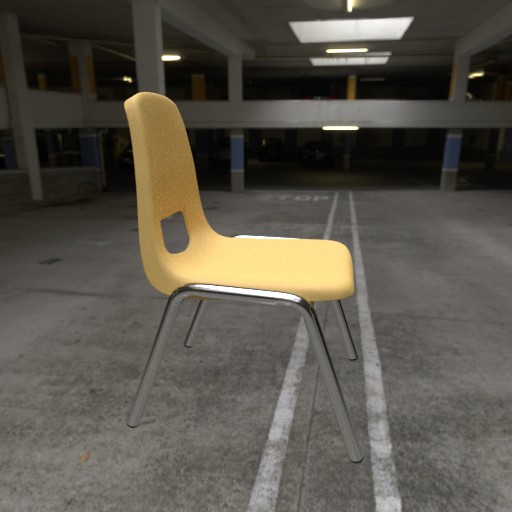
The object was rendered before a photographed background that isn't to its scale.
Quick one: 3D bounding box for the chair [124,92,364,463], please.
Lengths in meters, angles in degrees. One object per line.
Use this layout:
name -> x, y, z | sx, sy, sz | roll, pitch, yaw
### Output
chair -> 0.000, 0.000, 0.840 | 0.423, 0.586, 0.354 | 3, 17, 10
